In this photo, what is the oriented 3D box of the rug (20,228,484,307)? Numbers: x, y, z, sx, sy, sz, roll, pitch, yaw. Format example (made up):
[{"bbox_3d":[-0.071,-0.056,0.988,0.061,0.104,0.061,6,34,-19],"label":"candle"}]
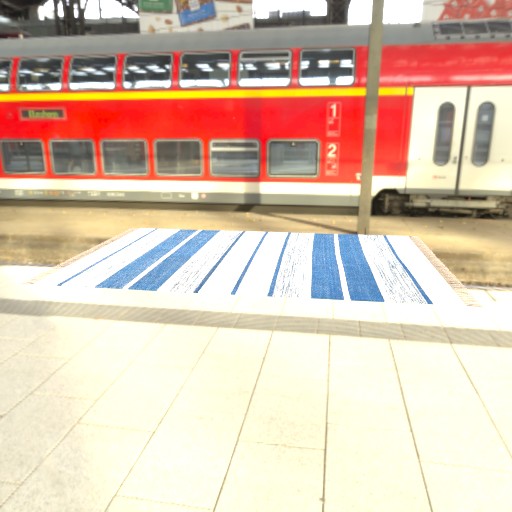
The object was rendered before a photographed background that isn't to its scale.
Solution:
[{"bbox_3d":[0.000,0.000,3.035,2.441,0.010,1.532,2,16,8],"label":"rug"}]
